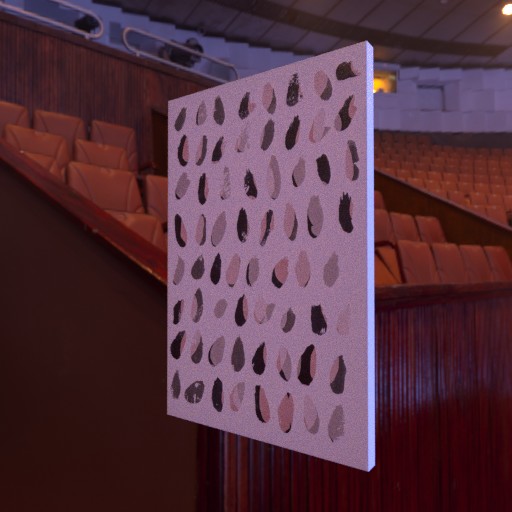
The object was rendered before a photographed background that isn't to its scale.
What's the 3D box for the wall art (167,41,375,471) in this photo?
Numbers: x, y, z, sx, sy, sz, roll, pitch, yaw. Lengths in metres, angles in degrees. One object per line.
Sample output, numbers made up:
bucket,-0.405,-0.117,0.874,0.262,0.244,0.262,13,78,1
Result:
wall art,0.000,0.000,1.133,0.610,0.916,0.037,-1,-1,36
